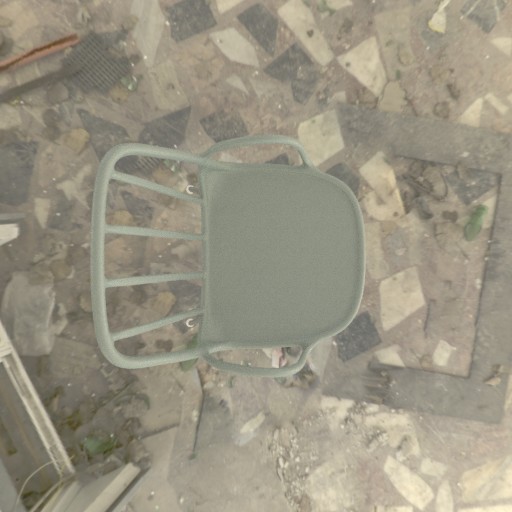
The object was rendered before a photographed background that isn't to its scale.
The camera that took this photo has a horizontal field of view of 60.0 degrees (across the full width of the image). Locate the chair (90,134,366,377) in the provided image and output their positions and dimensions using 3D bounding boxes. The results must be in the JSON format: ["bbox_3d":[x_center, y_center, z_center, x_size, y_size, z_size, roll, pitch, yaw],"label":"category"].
[{"bbox_3d":[0.000,0.000,1.196,0.597,0.816,0.549,0,90,0],"label":"chair"}]
